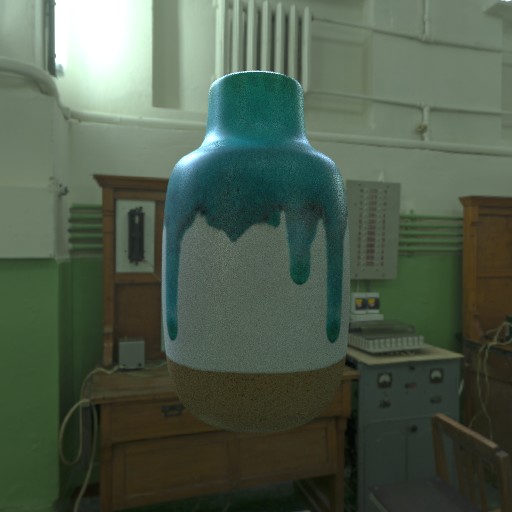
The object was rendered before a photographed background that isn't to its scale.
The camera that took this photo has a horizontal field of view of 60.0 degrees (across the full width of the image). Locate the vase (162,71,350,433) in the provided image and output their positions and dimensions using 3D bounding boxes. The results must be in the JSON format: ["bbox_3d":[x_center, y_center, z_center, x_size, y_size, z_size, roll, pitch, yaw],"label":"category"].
[{"bbox_3d":[0.000,0.000,0.255,0.106,0.192,0.106,0,1,0],"label":"vase"}]
